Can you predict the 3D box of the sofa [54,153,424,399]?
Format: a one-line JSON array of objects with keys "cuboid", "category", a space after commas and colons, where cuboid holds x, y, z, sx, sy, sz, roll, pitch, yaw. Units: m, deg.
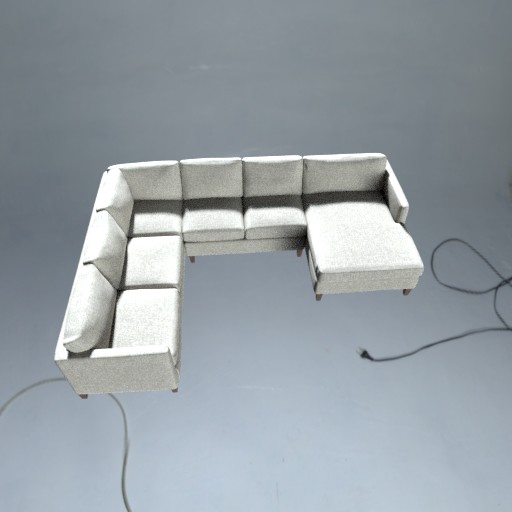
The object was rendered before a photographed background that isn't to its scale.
[{"cuboid": [0.000, 0.000, 4.660, 3.460, 0.959, 2.593, -3, 47, -3], "category": "sofa"}]
